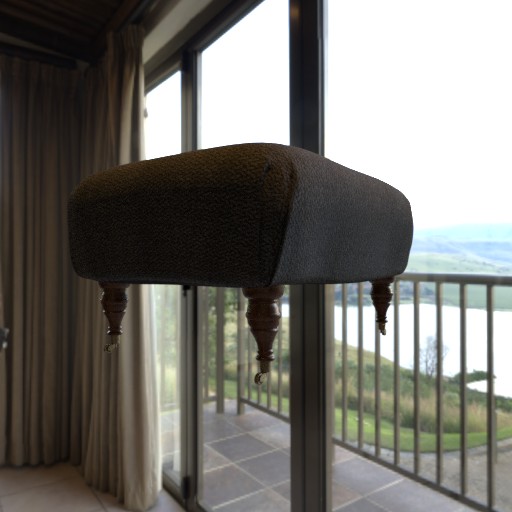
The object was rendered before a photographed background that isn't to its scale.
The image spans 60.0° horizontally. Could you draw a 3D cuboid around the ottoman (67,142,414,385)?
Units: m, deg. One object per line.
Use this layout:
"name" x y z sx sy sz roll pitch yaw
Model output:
"ottoman" 0.000 0.000 1.145 0.622 0.450 0.747 0 0 36
